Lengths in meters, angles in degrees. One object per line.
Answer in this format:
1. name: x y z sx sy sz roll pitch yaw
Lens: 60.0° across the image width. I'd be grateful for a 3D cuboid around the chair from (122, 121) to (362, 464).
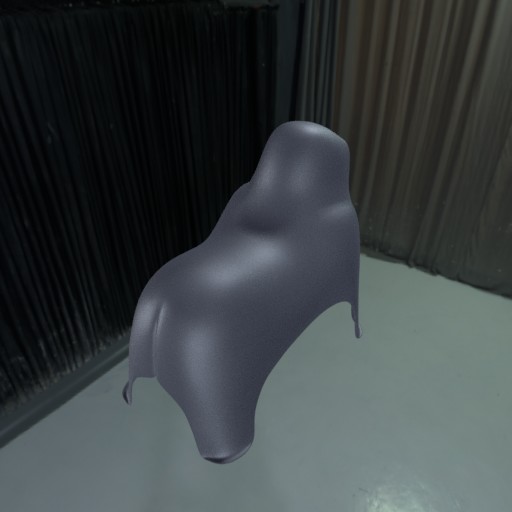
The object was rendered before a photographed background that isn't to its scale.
1. chair: 0.000 0.000 1.153 0.490 0.600 0.758 21 38 29
